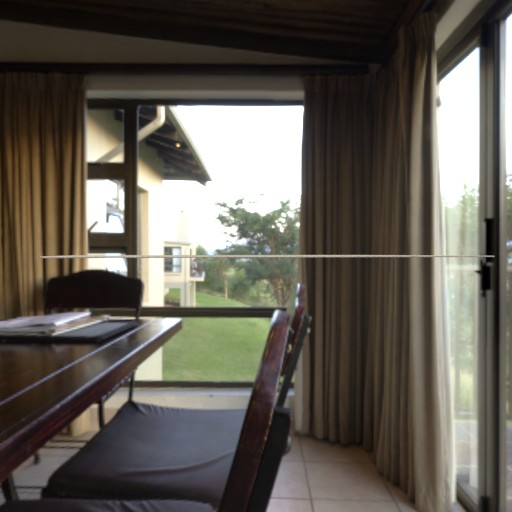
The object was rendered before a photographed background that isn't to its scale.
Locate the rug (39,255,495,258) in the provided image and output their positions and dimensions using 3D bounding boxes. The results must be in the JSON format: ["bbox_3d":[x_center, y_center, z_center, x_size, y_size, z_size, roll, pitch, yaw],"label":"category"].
[{"bbox_3d":[0.000,0.000,2.835,2.286,0.006,1.524,0,0,-17],"label":"rug"}]
